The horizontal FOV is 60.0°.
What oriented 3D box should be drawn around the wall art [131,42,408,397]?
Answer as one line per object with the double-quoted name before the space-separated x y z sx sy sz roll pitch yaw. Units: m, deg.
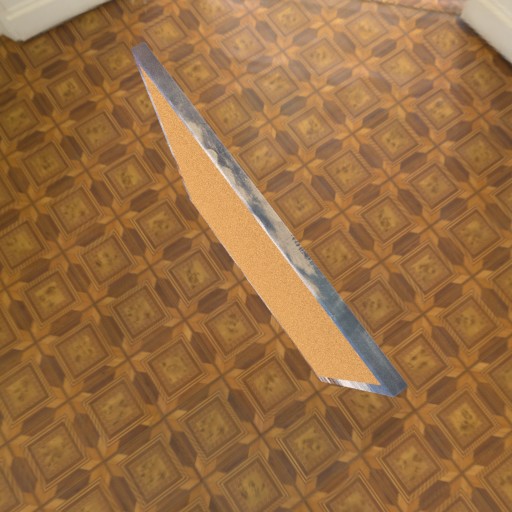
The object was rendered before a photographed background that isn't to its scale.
"wall art" 0.000 0.000 1.489 0.040 1.020 1.010 -35 79 -8
